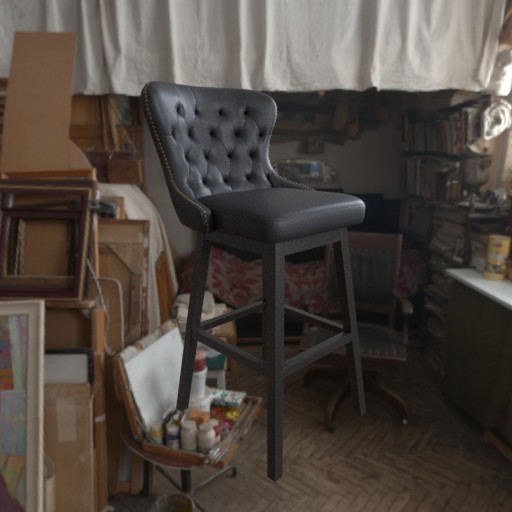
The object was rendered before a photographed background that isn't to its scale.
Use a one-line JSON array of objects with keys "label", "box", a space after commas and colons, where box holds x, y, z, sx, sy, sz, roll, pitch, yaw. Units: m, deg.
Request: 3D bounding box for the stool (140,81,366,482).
[{"label": "stool", "box": [0.000, 0.000, 1.399, 0.528, 1.050, 0.601, -14, 21, -42]}]
